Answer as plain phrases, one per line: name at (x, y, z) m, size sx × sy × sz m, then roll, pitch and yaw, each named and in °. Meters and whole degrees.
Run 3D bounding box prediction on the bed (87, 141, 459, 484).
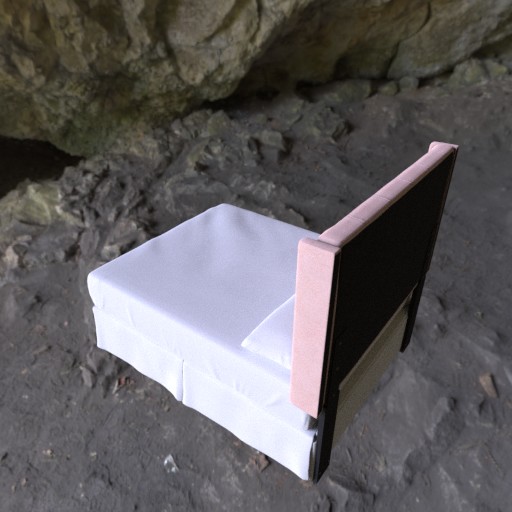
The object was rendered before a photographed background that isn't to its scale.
bed at (0.000, 0.000, 3.258) m, size 2.066 × 1.665 × 1.719 m, roll 21°, pitch 38°, yaw 31°
